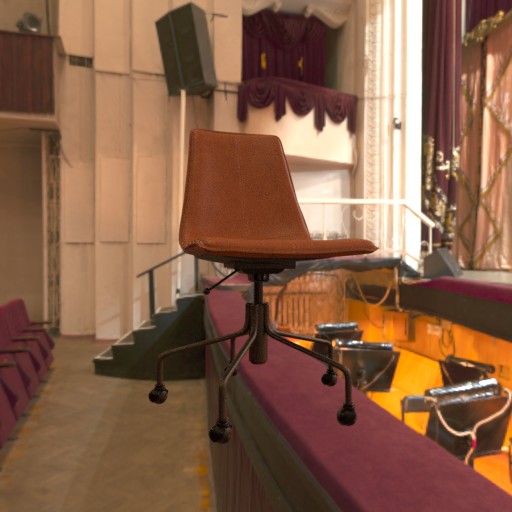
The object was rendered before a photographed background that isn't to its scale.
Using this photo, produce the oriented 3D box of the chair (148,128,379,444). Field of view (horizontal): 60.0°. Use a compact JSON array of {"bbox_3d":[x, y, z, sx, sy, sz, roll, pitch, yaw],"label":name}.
[{"bbox_3d":[0.000,0.000,1.392,0.651,0.920,0.660,0,1,-17],"label":"chair"}]
